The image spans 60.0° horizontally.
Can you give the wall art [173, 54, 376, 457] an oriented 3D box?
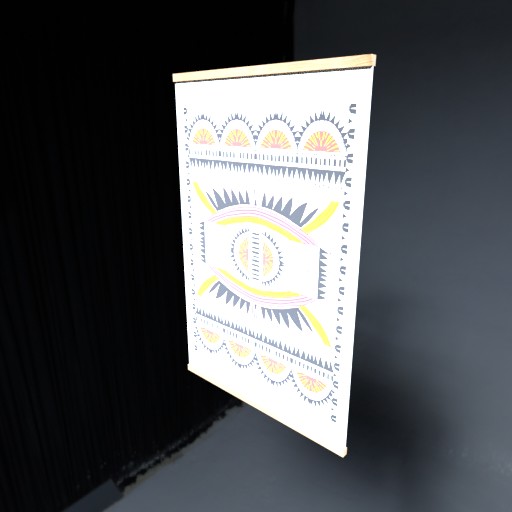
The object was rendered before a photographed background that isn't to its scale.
[{"bbox_3d":[0.000,0.000,1.938,0.999,1.533,0.028,15,23,40],"label":"wall art"}]
